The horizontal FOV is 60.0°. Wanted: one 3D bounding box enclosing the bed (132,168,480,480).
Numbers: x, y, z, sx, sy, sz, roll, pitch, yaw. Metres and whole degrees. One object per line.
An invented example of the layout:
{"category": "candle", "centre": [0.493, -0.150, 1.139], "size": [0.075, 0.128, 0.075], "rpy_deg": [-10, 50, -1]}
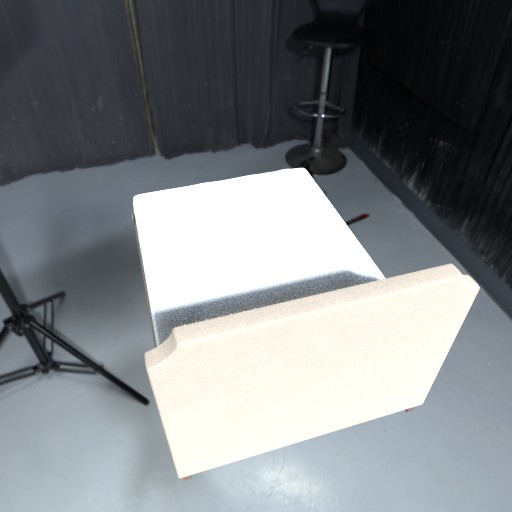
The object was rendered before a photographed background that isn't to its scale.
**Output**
{"category": "bed", "centre": [0.000, 0.000, 3.285], "size": [1.703, 1.415, 2.329], "rpy_deg": [-12, 44, -12]}
